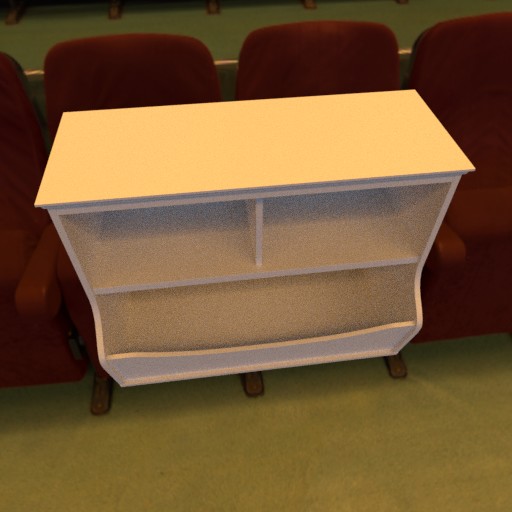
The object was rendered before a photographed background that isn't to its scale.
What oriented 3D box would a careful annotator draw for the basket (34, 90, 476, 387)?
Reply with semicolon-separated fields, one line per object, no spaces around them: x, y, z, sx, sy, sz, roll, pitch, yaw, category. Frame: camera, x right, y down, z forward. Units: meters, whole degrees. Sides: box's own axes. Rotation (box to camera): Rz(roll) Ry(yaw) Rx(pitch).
0.000;0.000;1.099;0.792;0.625;0.376;-5;48;-5;basket
